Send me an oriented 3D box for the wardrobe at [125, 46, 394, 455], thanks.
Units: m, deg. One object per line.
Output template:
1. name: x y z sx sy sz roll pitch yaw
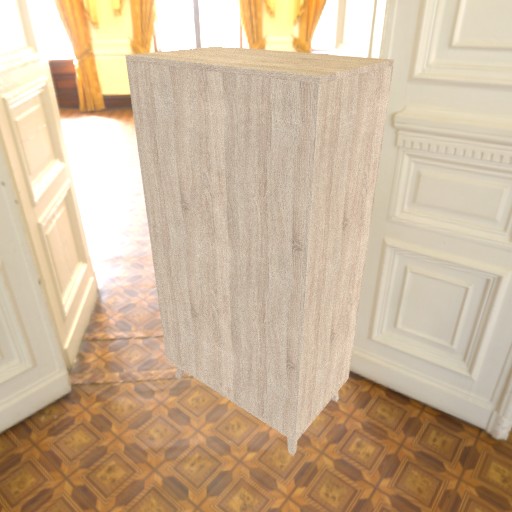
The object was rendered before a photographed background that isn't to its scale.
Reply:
1. wardrobe: 0.000 0.000 2.381 1.000 1.960 0.600 22 36 32
